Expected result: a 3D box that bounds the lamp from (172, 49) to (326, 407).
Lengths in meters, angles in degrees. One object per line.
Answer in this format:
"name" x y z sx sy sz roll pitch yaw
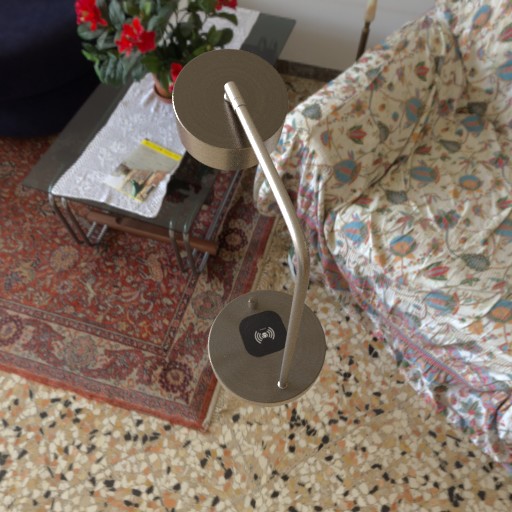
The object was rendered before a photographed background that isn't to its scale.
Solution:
"lamp" 0.000 0.000 0.647 0.211 0.469 0.334 -16 60 -10
